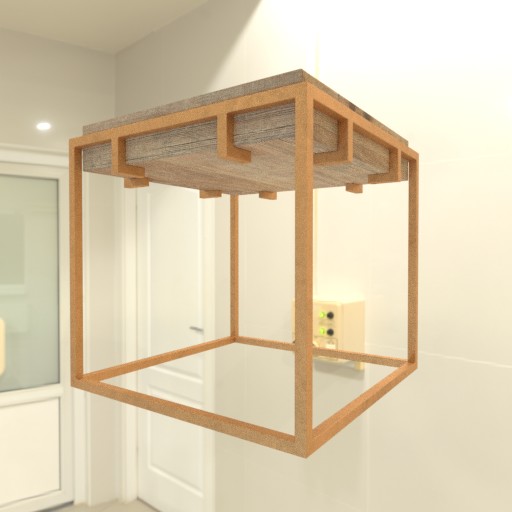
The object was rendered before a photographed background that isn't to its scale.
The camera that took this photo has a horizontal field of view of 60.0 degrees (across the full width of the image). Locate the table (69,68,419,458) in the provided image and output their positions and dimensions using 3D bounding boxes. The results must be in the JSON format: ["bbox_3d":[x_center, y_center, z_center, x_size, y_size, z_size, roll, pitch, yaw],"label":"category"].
[{"bbox_3d":[0.000,0.000,1.065,0.599,0.584,0.599,1,1,35],"label":"table"}]
